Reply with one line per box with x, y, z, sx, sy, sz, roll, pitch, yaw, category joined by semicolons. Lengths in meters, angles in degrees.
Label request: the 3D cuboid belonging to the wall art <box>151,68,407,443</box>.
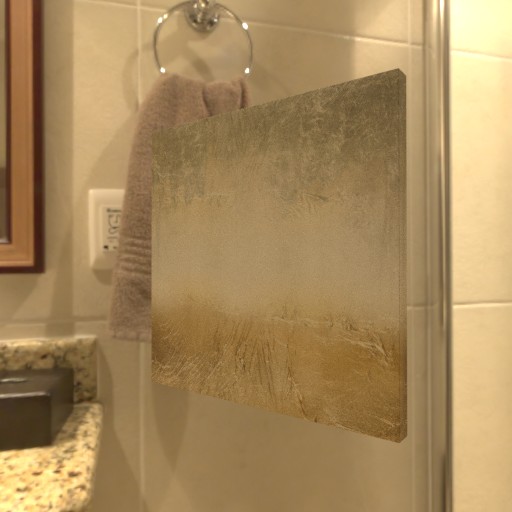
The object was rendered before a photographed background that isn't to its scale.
0.000;0.000;0.918;0.610;0.610;0.038;0;-1;37;wall art
